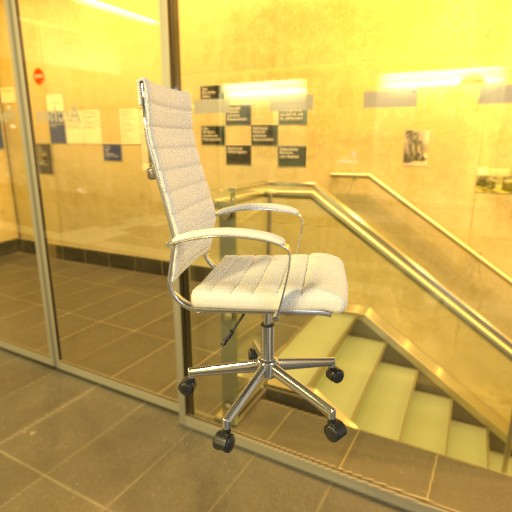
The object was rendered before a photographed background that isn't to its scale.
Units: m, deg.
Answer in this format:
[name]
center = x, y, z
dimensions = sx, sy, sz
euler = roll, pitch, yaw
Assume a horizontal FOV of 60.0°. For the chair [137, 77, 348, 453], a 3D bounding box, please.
[chair]
center = 0.000, 0.000, 1.576
dimensions = 0.679, 1.149, 0.679
euler = 2, 15, 9
